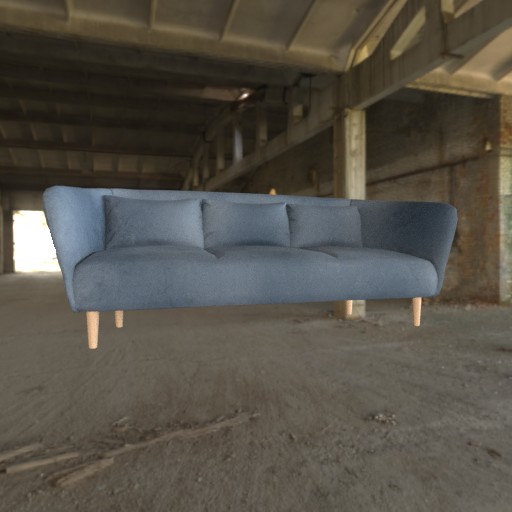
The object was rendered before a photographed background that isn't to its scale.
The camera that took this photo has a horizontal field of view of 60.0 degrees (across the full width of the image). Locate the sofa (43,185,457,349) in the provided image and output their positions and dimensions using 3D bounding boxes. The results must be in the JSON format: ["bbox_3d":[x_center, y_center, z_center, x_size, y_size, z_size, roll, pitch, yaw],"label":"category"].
[{"bbox_3d":[0.000,0.000,2.502,2.095,0.795,0.849,0,1,-19],"label":"sofa"}]
